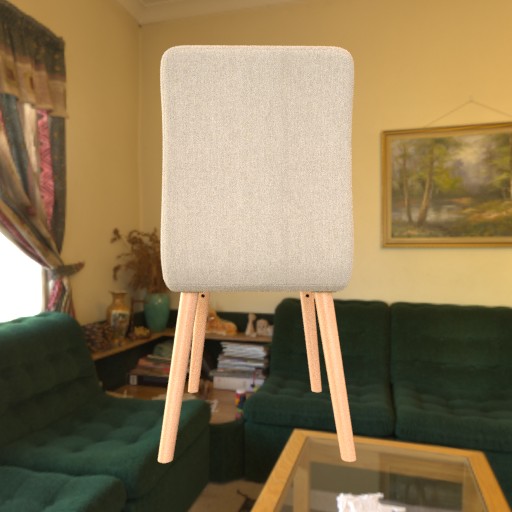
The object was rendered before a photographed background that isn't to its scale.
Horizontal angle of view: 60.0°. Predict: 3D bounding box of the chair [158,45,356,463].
[{"bbox_3d":[0.000,0.000,1.185,0.435,0.885,0.550,0,1,-1],"label":"chair"}]
